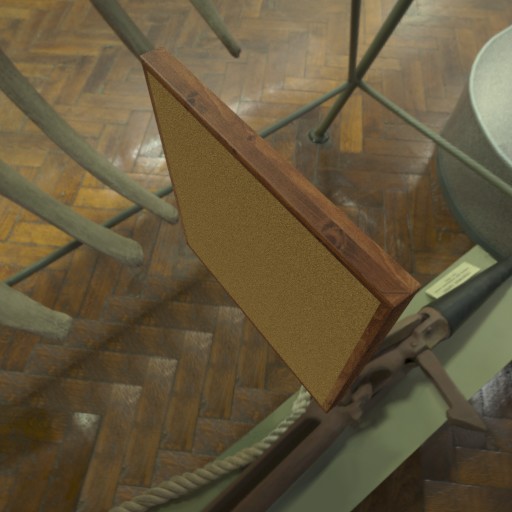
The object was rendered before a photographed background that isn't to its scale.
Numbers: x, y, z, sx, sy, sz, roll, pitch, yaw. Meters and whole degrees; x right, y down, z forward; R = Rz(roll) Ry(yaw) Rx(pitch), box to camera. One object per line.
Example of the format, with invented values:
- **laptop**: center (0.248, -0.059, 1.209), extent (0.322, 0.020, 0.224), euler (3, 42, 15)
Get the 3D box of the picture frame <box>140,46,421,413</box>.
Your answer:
- **picture frame**: center (0.000, 0.000, 0.535), extent (0.028, 0.356, 0.352), euler (-34, 65, -18)
